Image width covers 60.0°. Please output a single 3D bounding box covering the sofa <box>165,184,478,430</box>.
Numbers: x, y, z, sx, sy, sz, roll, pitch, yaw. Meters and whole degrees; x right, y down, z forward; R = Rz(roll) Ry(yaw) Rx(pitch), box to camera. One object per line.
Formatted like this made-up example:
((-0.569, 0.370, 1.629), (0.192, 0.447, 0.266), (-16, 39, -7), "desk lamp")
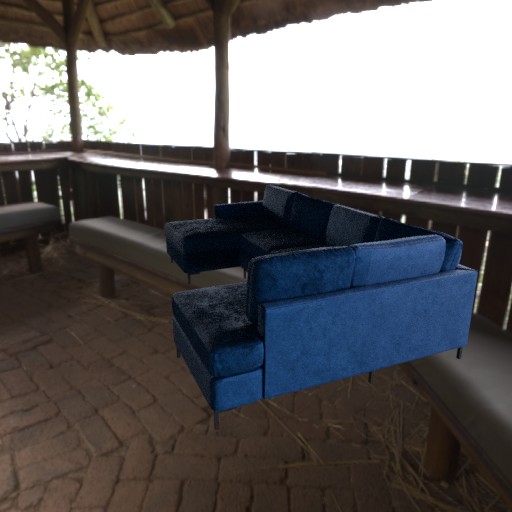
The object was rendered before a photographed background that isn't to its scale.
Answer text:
((0.000, 0.000, 4.365), (2.055, 0.992, 3.434), (-7, 18, -23), "sofa")
